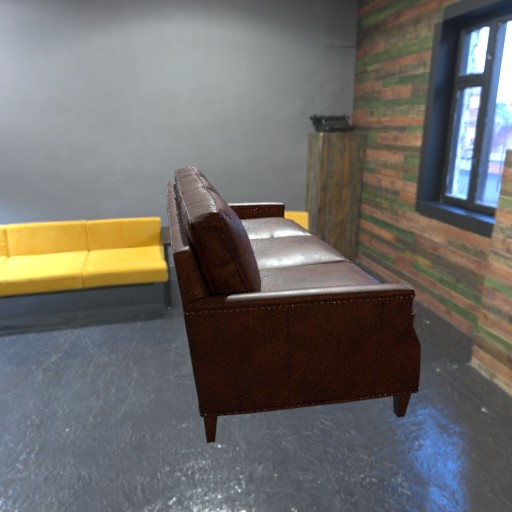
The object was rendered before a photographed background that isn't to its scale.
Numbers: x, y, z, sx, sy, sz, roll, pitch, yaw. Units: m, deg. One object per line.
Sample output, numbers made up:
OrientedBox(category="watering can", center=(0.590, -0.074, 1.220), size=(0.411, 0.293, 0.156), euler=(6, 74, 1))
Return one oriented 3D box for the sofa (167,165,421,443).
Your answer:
OrientedBox(category="sofa", center=(0.000, 0.000, 2.839), size=(1.084, 1.003, 2.240), euler=(-3, 17, -11))
